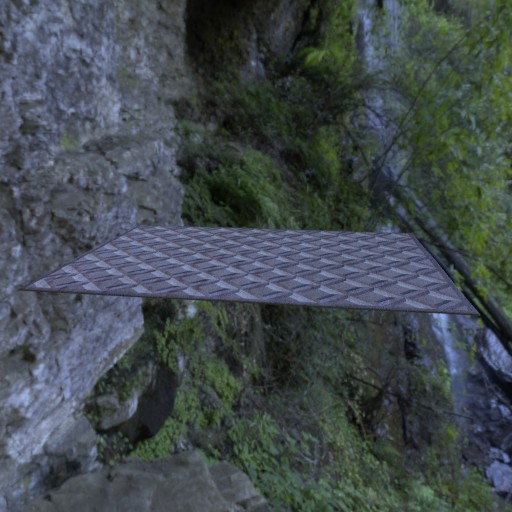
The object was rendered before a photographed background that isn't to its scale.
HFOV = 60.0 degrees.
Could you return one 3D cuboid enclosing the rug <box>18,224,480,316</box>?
[{"bbox_3d":[0.000,0.000,2.889,2.260,0.013,1.600,2,16,8],"label":"rug"}]
